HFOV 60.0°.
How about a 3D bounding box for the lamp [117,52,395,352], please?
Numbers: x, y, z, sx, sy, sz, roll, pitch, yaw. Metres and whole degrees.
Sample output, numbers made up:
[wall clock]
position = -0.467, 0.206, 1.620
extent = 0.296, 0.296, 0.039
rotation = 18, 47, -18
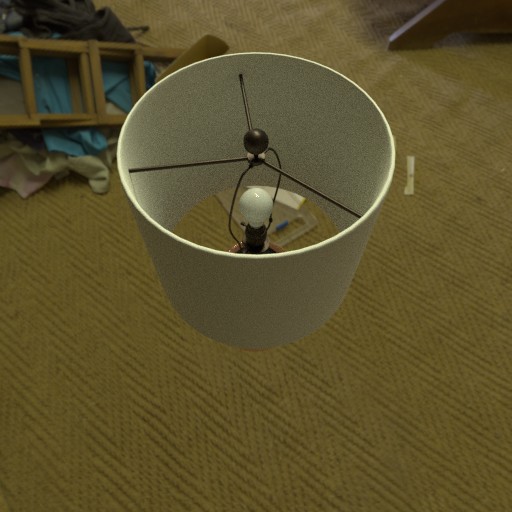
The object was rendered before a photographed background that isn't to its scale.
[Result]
[lamp]
position = 0.000, 0.000, 0.761
extent = 0.329, 0.570, 0.329
rotation = 0, 60, 0
